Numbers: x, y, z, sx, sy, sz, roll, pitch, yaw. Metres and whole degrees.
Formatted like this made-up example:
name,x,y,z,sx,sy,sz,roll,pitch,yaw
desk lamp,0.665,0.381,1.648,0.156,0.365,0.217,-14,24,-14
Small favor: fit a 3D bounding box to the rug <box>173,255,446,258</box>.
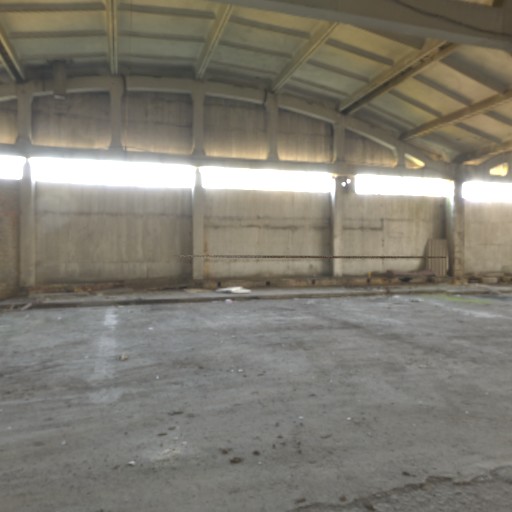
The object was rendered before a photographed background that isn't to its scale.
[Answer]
name,x,y,z,sx,sy,sz,roll,pitch,yaw
rug,0.000,0.000,2.666,0.706,0.009,2.443,0,0,-17
